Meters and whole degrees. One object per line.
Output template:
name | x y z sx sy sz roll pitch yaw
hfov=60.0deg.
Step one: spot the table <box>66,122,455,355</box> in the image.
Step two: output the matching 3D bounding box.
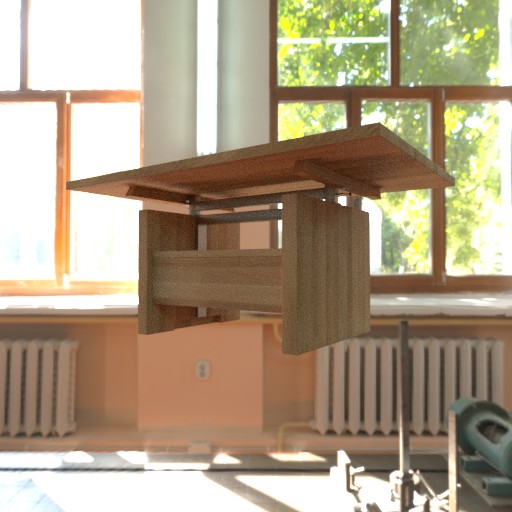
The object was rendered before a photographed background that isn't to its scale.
table | 0.000 0.000 1.478 1.100 0.510 0.700 -1 -1 35
